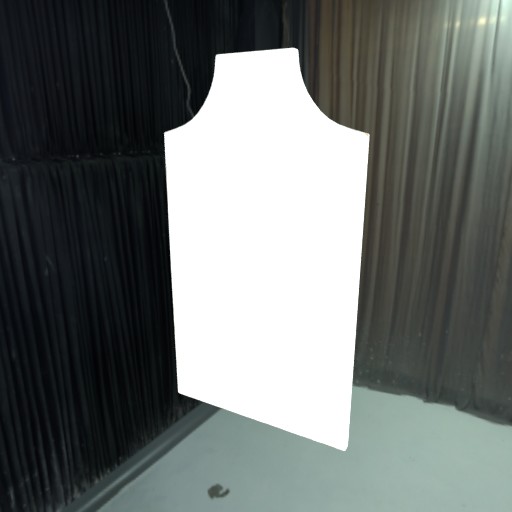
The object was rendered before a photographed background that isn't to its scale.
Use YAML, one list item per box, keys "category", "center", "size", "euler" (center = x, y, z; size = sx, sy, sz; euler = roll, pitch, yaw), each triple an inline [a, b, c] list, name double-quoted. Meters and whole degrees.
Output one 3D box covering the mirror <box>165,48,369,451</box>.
- category: "mirror"
  center: [0.000, 0.000, 0.850]
  size: [0.403, 0.717, 0.022]
  euler: [9, 19, 28]
